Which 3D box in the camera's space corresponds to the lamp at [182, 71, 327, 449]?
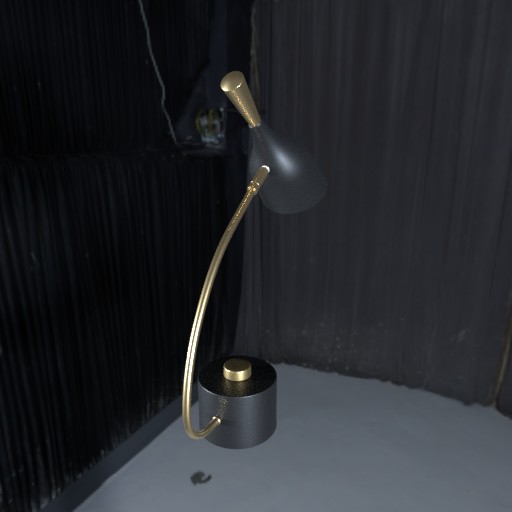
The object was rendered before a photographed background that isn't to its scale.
[{"bbox_3d":[0.000,0.000,0.613,0.110,0.464,0.352,8,18,26],"label":"lamp"}]
